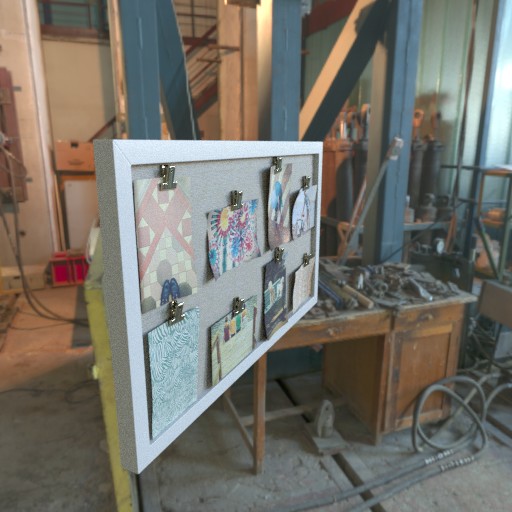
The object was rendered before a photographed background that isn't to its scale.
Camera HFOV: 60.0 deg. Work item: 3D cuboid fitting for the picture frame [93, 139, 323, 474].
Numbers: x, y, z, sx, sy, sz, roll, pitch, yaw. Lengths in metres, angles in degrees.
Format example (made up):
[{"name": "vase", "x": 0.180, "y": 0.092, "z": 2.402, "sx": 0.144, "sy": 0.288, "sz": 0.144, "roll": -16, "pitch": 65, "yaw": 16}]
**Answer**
[{"name": "picture frame", "x": 0.000, "y": 0.000, "z": 0.754, "sx": 0.044, "sy": 0.379, "sz": 0.647, "roll": 7, "pitch": 16, "yaw": 25}]
